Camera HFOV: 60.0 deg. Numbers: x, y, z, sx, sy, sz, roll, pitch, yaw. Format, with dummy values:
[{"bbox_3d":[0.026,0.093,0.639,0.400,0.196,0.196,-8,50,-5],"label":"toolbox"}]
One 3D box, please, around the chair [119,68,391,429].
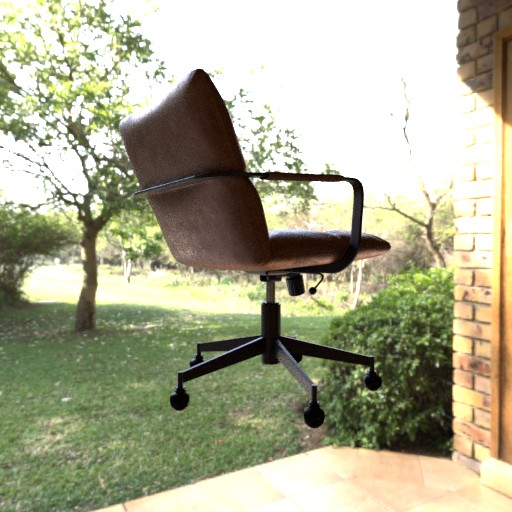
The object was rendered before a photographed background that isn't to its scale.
[{"bbox_3d":[0.000,0.000,1.479,0.754,0.922,0.727,-1,1,-36],"label":"chair"}]
